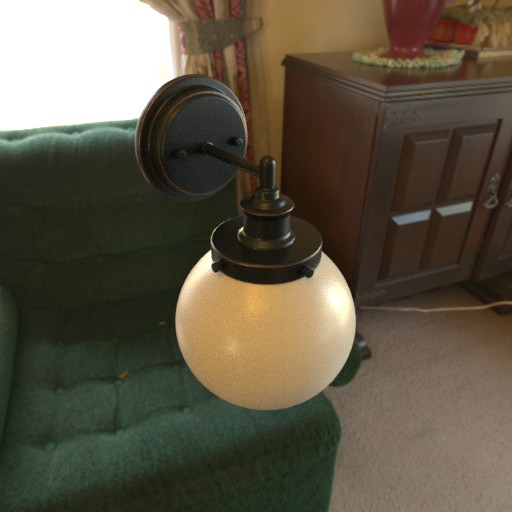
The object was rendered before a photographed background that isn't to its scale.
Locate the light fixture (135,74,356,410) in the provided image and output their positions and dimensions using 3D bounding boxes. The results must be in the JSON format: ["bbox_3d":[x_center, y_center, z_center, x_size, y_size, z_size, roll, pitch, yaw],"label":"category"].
[{"bbox_3d":[0.000,0.000,0.468,0.197,0.332,0.230,-22,37,-32],"label":"light fixture"}]
